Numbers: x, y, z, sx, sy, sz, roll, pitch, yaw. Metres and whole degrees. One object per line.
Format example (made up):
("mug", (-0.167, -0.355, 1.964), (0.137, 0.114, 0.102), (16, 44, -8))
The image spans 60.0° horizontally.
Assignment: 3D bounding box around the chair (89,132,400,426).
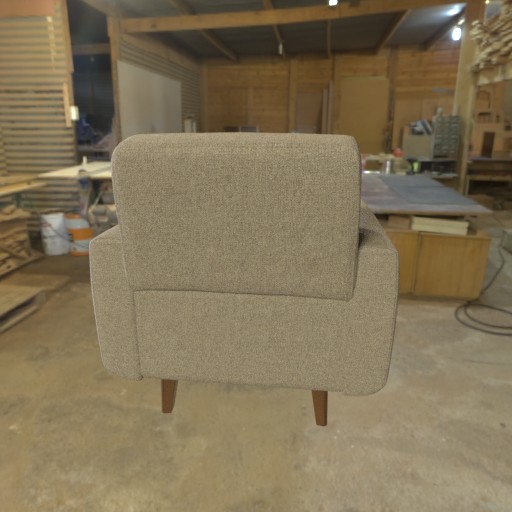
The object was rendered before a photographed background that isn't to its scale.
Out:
("chair", (0.000, 0.000, 1.537), (0.831, 0.839, 0.907), (2, 17, 7))
